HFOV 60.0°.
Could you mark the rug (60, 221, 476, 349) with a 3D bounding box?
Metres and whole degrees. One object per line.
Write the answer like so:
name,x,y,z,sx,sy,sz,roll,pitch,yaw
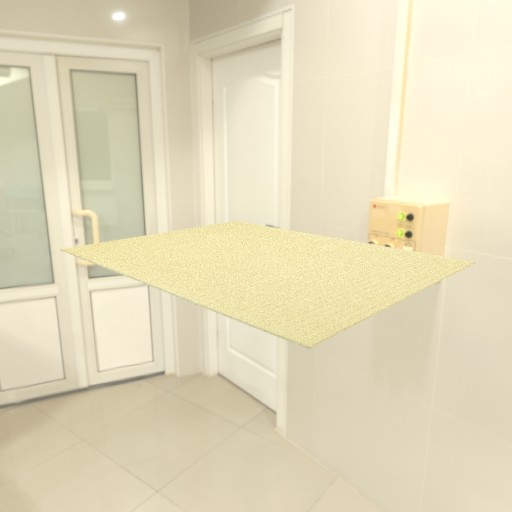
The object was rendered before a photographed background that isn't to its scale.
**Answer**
rug,0.000,0.000,4.253,3.204,0.016,2.452,13,19,43
